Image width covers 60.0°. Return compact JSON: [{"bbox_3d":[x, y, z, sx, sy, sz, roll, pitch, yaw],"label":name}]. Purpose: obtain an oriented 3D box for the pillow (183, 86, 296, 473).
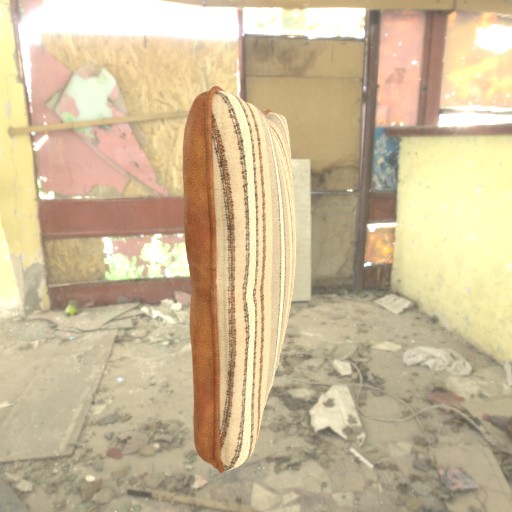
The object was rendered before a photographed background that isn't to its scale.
[{"bbox_3d":[0.000,0.000,0.739,0.130,0.490,0.489,3,15,10],"label":"pillow"}]
